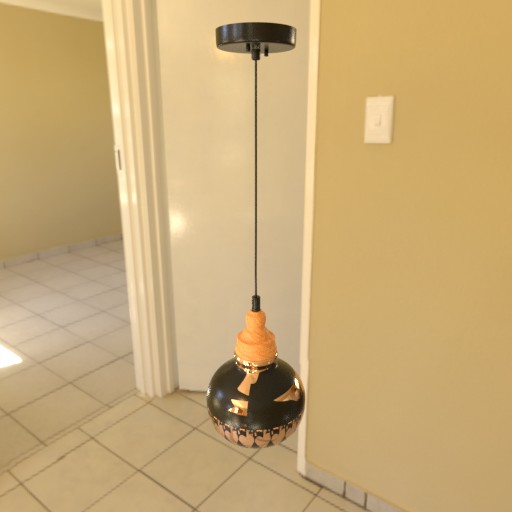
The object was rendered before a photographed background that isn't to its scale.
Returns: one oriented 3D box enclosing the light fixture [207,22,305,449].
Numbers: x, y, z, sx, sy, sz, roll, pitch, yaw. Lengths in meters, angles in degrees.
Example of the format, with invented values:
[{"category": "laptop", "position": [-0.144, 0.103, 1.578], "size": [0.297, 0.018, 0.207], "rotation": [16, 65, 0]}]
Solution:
[{"category": "light fixture", "position": [0.000, 0.000, 1.746], "size": [0.430, 1.606, 0.430], "rotation": [9, 19, 27]}]
